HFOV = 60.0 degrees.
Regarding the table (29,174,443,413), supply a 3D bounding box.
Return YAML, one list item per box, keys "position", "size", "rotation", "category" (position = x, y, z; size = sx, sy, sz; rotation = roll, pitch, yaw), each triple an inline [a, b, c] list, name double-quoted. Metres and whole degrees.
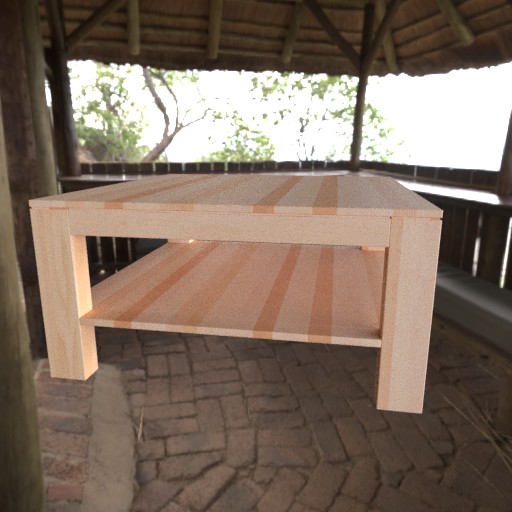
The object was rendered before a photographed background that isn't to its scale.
- position: [0.000, 0.000, 1.424]
  size: [0.900, 0.450, 0.900]
  rotation: [3, 14, 10]
  category: "table"
